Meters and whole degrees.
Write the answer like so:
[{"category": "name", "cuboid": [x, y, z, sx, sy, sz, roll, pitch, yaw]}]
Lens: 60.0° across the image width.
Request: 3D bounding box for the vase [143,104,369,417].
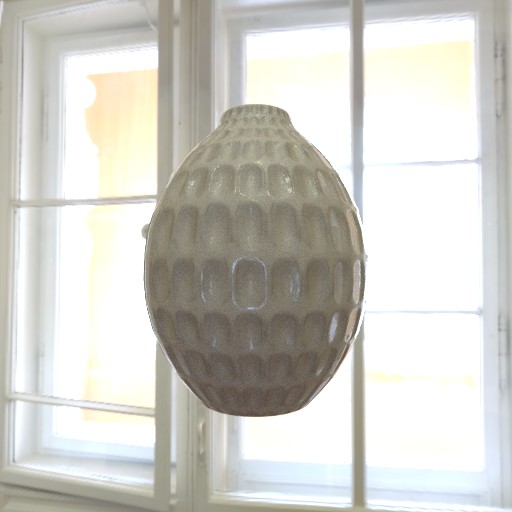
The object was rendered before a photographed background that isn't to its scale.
[{"category": "vase", "cuboid": [0.000, 0.000, 0.259, 0.128, 0.167, 0.128, 0, -1, 0]}]
